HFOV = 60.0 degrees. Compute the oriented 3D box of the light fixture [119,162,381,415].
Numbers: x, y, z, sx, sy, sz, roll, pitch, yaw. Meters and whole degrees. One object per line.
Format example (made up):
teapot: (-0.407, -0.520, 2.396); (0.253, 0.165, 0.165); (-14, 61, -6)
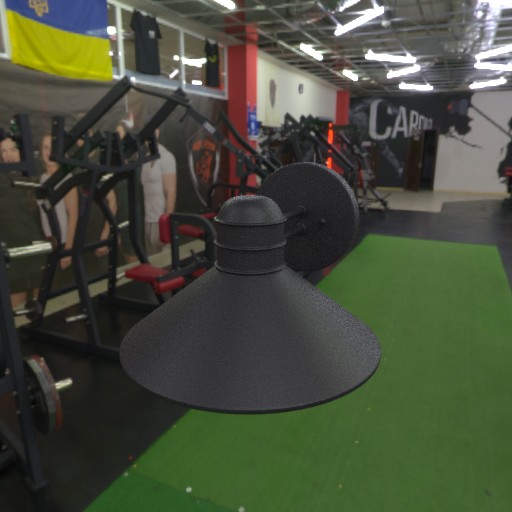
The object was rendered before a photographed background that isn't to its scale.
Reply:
light fixture: (0.000, 0.000, 0.682); (0.396, 0.265, 0.434); (7, 16, 26)
